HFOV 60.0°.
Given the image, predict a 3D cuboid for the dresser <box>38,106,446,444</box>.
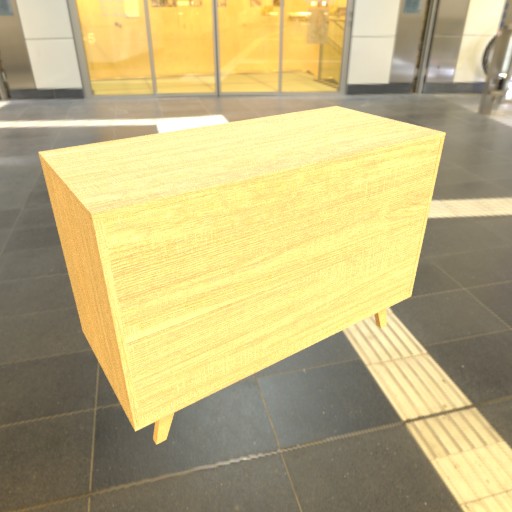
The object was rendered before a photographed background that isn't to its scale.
[{"bbox_3d":[0.000,0.000,1.504,1.110,0.780,0.500,-19,35,-29],"label":"dresser"}]
